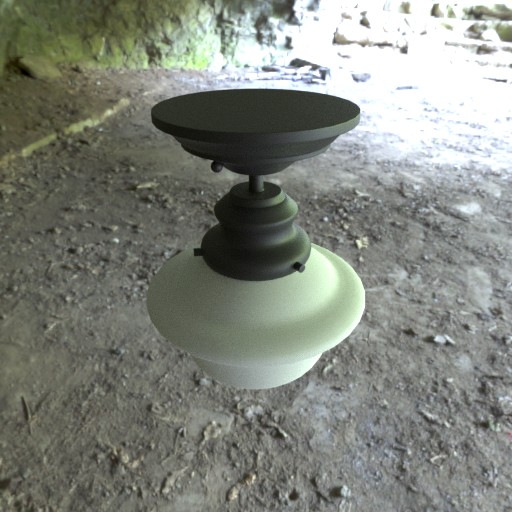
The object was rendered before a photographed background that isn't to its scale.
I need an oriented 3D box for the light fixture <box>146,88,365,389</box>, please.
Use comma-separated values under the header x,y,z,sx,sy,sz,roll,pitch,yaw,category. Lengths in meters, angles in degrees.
x,y,z,sx,sy,sz,roll,pitch,yaw,category
0.000,0.000,0.389,0.197,0.254,0.197,0,30,0,light fixture
